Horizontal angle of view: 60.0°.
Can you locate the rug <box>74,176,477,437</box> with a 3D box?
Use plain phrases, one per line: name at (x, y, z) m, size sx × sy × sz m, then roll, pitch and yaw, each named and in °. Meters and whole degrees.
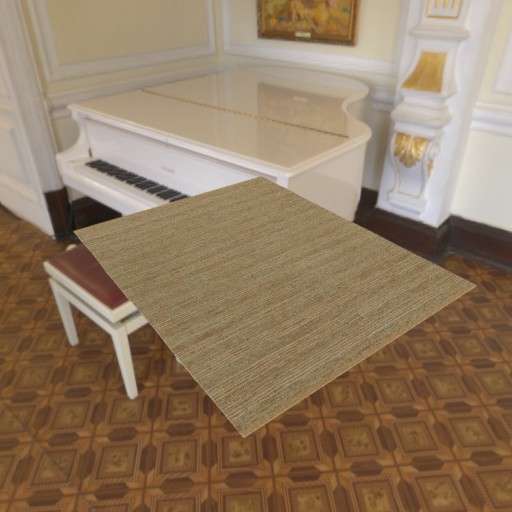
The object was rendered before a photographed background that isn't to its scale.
rug at (0.000, 0.000, 4.200) m, size 2.471 × 0.012 × 3.034 m, roll -22°, pitch 39°, yaw -30°
